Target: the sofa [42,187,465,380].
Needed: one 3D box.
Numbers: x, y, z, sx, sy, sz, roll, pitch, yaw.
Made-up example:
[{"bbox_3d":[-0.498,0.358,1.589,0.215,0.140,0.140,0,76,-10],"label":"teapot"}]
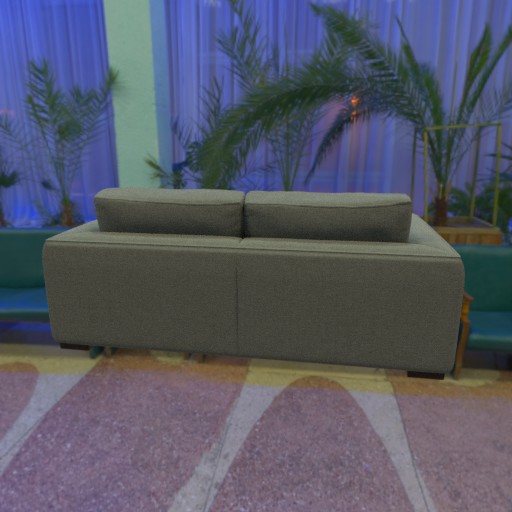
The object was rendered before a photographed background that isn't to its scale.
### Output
[{"bbox_3d":[0.000,0.000,2.475,1.920,0.800,1.069,2,16,9],"label":"sofa"}]
